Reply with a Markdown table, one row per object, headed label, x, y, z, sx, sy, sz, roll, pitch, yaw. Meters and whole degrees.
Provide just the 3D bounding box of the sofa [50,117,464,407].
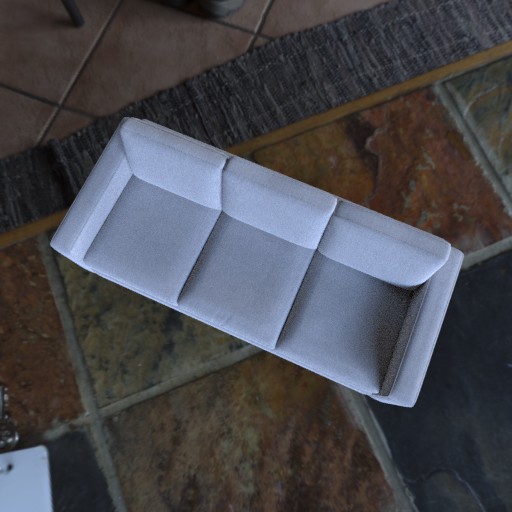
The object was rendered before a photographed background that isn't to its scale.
| label | x | y | z | sx | sy | sz | roll | pitch | yaw |
| --- | --- | --- | --- | --- | --- | --- | --- | --- | --- |
| sofa | 0.000 | 0.000 | 2.573 | 2.120 | 0.800 | 0.900 | 23 | 76 | 6 |
